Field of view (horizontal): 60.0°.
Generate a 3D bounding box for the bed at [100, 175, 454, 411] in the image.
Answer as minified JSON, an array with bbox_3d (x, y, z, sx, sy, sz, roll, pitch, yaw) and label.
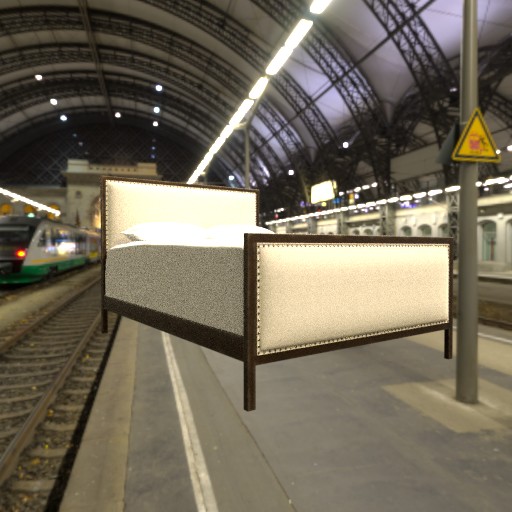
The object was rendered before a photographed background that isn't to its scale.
[{"bbox_3d":[0.000,0.000,3.264,1.607,1.313,2.221,-1,1,-35],"label":"bed"}]
